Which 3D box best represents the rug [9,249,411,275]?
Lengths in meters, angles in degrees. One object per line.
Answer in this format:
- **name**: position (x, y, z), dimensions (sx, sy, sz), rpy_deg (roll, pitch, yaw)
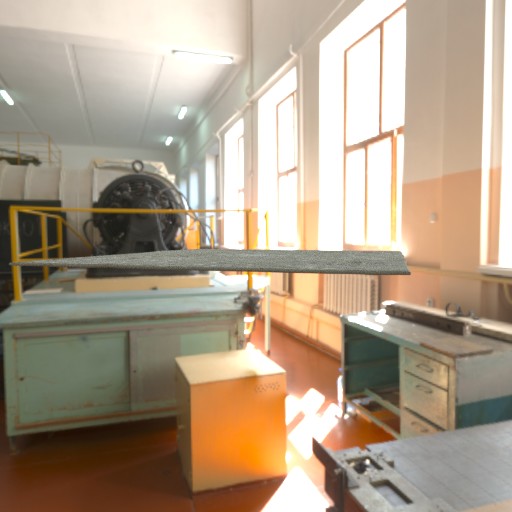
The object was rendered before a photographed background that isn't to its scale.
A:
- **rug**: position (0.000, 0.000, 0.859), dimensions (0.548, 0.006, 0.639), rpy_deg (1, 3, 17)
